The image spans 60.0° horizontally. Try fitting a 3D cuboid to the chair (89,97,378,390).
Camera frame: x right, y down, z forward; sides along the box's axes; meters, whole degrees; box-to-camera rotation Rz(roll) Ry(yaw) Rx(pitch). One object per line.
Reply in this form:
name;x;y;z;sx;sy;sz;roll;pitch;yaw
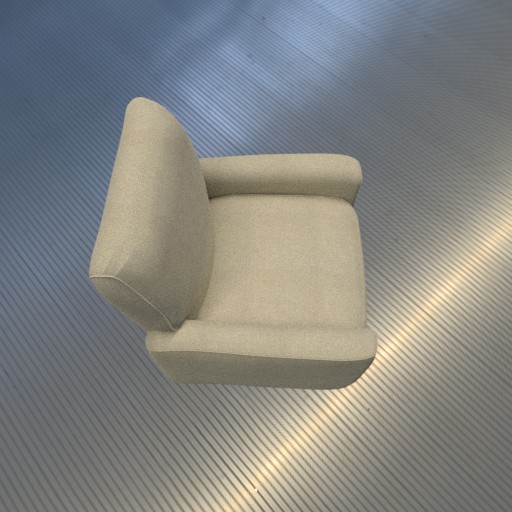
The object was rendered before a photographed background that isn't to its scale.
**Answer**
chair;0.000;0.000;1.666;0.853;1.006;0.850;2;62;1
